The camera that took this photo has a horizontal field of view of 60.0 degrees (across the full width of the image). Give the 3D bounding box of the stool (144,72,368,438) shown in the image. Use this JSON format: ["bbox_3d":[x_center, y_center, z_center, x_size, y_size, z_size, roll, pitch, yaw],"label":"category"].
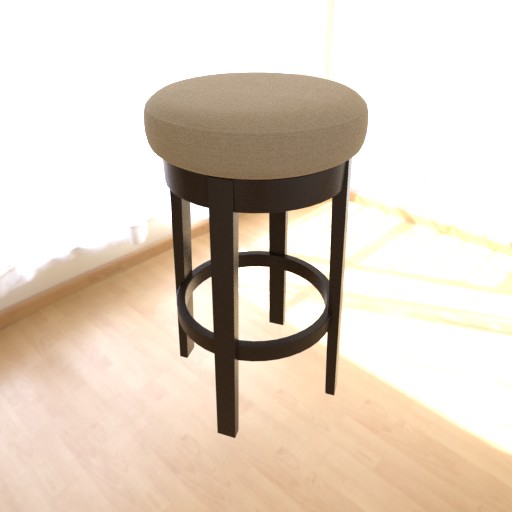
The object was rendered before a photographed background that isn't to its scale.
[{"bbox_3d":[0.000,0.000,1.036,0.446,0.758,0.446,0,32,0],"label":"stool"}]
